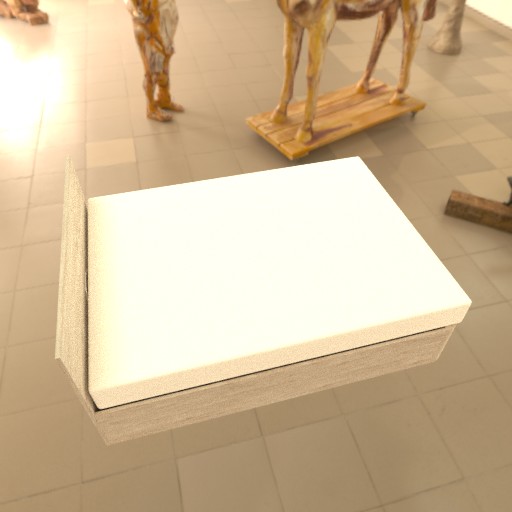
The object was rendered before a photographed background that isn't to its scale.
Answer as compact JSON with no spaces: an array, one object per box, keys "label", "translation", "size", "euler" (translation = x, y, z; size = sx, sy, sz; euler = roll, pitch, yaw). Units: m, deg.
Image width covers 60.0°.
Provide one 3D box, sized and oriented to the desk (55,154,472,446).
[{"label":"desk","translation":[0.000,0.000,2.553],"size":[1.900,0.800,1.400],"euler":[-11,46,-11]}]
